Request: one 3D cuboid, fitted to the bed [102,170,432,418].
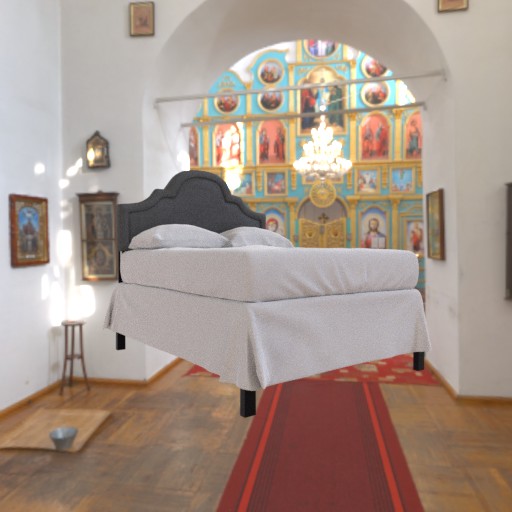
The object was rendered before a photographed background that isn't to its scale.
[{"bbox_3d":[0.000,0.000,3.532,1.780,1.634,2.222,0,1,-36],"label":"bed"}]
